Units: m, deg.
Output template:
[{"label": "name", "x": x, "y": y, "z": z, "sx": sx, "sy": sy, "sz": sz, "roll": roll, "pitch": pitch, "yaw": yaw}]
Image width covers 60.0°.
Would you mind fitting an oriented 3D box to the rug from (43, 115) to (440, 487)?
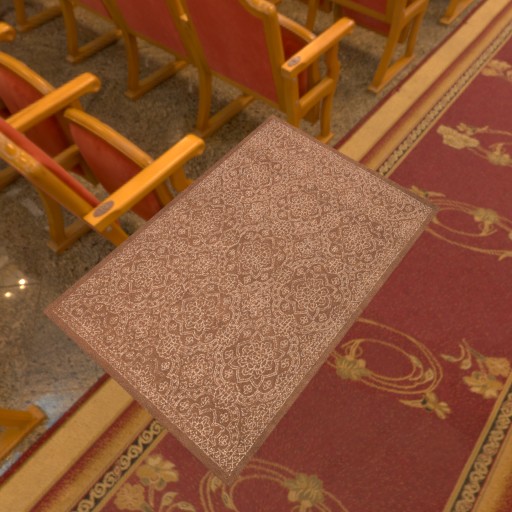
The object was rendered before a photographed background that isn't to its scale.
[{"label": "rug", "x": 0.000, "y": 0.000, "z": 2.936, "sx": 1.524, "sy": 0.011, "sz": 2.286, "roll": 35, "pitch": 65, "yaw": 19}]
